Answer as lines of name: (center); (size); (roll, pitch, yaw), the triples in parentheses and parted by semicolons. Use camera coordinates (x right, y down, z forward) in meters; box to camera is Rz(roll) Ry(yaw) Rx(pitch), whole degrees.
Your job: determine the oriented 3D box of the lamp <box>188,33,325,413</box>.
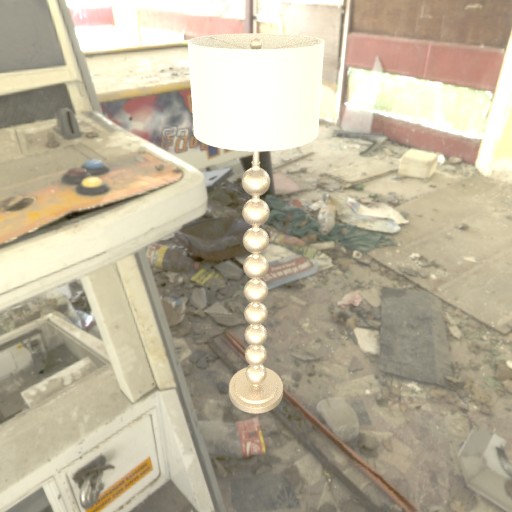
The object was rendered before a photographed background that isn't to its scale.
lamp: (0.000, 0.000, 1.662); (0.394, 1.474, 0.394); (-9, 33, -15)
